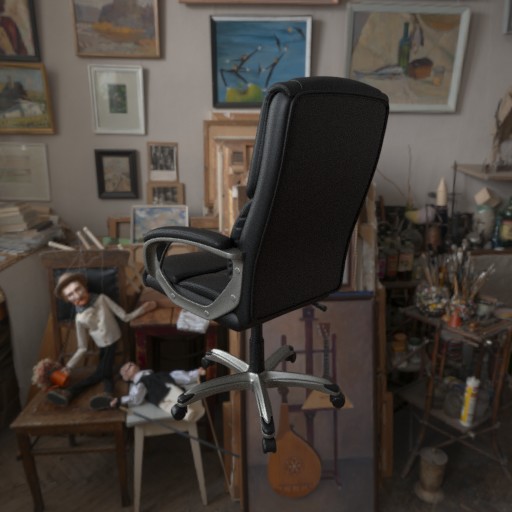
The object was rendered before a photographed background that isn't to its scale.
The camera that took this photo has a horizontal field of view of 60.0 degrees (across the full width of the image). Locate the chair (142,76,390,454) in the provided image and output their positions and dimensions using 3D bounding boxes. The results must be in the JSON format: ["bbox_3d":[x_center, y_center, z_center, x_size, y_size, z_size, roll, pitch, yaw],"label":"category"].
[{"bbox_3d":[0.000,0.000,1.602,0.663,1.155,0.739,-14,21,-41],"label":"chair"}]
